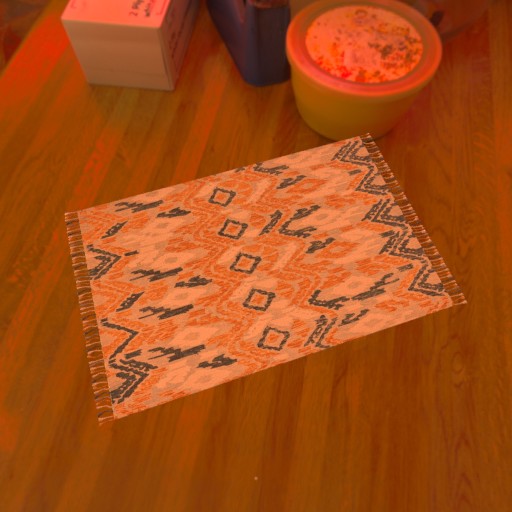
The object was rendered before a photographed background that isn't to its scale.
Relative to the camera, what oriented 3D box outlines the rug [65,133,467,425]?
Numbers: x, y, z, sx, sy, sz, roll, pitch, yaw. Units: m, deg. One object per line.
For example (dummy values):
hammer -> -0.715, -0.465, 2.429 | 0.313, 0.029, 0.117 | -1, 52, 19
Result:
rug -> 0.000, 0.000, 3.065 | 2.428, 0.010, 1.533 | -17, 65, -8
